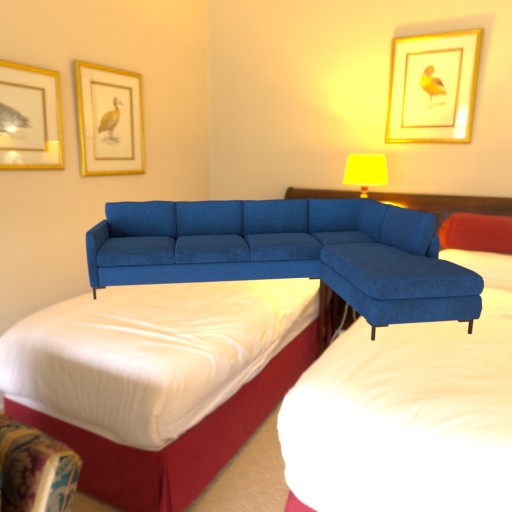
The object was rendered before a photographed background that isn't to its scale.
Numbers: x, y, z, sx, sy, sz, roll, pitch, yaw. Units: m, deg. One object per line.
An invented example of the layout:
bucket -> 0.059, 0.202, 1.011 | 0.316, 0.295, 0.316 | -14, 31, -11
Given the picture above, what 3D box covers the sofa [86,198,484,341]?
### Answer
sofa -> 0.000, 0.000, 3.229 | 2.486, 0.687, 1.707 | -2, 13, -8
